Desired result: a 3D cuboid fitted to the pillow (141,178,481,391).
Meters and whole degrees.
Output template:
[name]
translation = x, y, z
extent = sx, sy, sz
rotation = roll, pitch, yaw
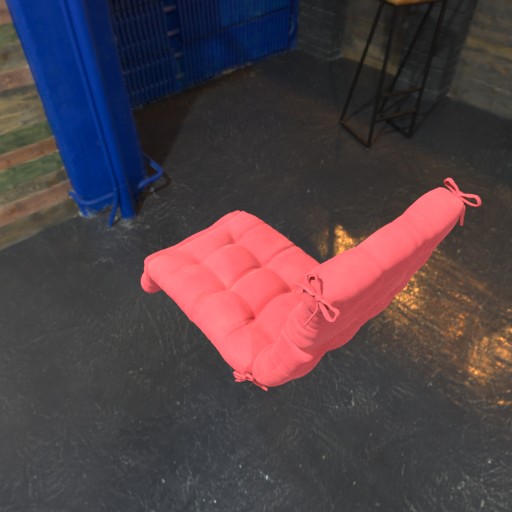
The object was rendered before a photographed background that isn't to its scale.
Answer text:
[pillow]
translation = 0.000, 0.000, 1.459
extent = 0.526, 0.863, 1.016
rotation = -31, 53, -27
